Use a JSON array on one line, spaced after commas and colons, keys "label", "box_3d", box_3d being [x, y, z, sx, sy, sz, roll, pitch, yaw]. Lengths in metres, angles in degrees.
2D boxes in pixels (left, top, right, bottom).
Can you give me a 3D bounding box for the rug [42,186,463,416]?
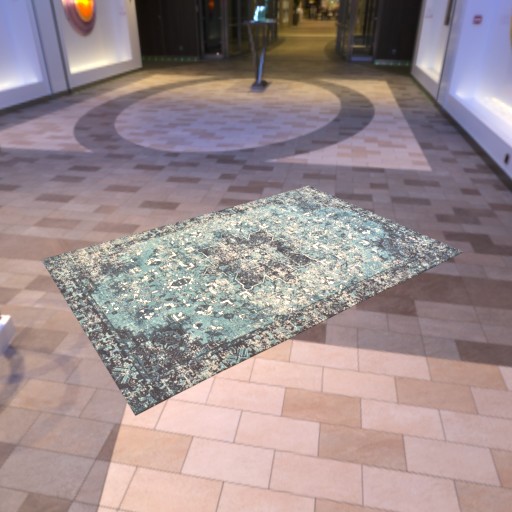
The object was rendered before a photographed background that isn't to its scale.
[{"label": "rug", "box_3d": [0.000, 0.000, 2.304, 1.828, 0.005, 1.219, -20, 35, -31]}]
